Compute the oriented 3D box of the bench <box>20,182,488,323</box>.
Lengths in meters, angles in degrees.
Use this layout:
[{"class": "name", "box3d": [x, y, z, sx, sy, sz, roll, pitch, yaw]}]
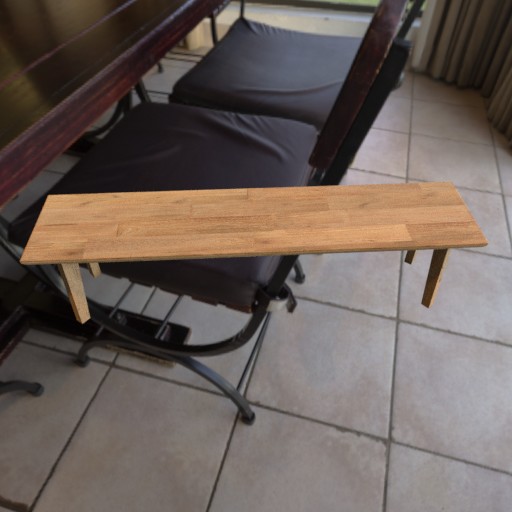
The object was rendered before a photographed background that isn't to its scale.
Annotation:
[{"class": "bench", "box3d": [0.000, 0.000, 1.886, 1.698, 0.431, 0.378, -2, 46, -2]}]
